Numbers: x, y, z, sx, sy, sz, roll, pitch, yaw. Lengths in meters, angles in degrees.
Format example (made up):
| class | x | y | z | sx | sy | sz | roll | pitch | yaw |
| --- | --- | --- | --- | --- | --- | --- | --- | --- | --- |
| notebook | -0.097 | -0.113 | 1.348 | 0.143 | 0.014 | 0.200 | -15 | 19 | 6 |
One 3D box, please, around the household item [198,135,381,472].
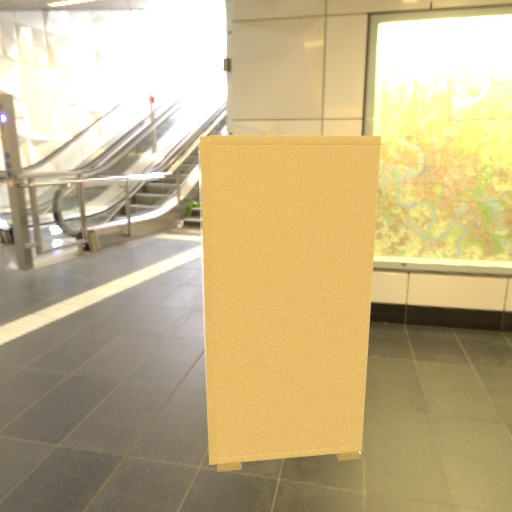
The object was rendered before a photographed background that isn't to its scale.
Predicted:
| class | x | y | z | sx | sy | sz | roll | pitch | yaw |
| --- | --- | --- | --- | --- | --- | --- | --- | --- | --- |
| household item | 0.000 | 0.000 | 1.733 | 0.420 | 0.867 | 1.300 | -2 | 13 | -7 |
